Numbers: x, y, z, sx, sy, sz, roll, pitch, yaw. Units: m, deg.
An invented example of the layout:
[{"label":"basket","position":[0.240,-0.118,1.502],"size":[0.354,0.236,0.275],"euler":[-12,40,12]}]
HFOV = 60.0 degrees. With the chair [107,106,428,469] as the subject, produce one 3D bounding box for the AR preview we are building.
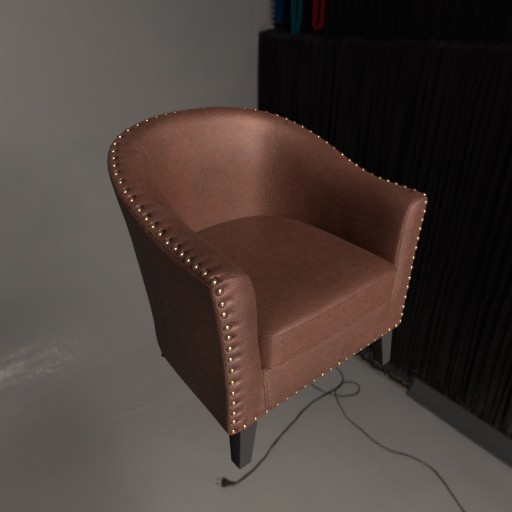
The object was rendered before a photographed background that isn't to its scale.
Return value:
[{"label":"chair","position":[0.000,0.000,1.440],"size":[0.794,0.823,0.748],"euler":[-22,36,-34]}]
